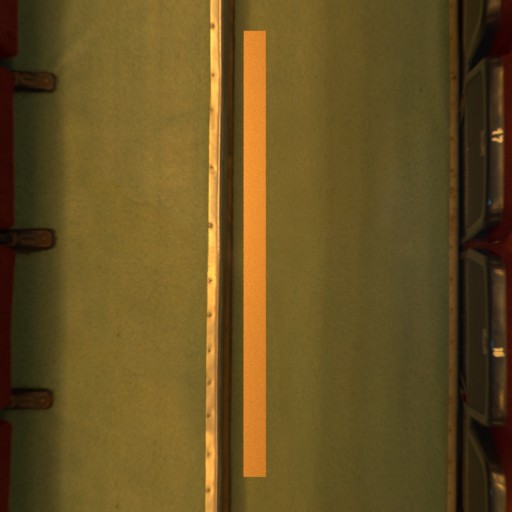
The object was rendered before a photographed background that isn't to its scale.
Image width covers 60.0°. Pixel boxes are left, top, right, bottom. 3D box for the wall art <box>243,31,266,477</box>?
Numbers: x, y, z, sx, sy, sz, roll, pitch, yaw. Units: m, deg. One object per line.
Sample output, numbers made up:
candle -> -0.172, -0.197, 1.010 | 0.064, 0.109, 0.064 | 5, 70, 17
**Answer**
wall art -> 0.000, 0.000, 1.137 | 0.038, 0.762, 0.762 | 0, 89, 0
